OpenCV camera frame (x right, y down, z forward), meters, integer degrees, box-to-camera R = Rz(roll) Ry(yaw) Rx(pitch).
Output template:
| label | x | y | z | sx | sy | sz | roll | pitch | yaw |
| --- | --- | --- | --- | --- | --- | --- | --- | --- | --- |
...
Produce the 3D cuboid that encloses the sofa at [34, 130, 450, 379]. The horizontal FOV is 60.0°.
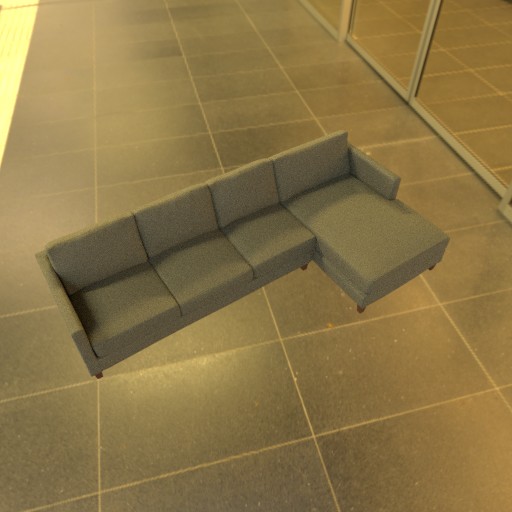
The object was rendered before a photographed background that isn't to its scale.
| label | x | y | z | sx | sy | sz | roll | pitch | yaw |
| --- | --- | --- | --- | --- | --- | --- | --- | --- | --- |
| sofa | 0.000 | 0.000 | 3.835 | 3.186 | 0.861 | 1.625 | -26 | 52 | -22 |
